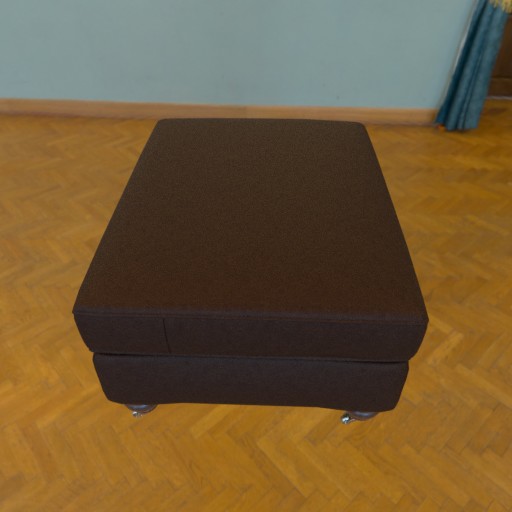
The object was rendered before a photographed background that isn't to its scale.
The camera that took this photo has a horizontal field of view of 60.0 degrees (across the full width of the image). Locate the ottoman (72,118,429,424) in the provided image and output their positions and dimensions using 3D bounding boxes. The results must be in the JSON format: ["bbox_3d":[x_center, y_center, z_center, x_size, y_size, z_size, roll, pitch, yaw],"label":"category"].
[{"bbox_3d":[0.000,0.000,1.796,0.967,0.730,1.187,1,42,1],"label":"ottoman"}]
